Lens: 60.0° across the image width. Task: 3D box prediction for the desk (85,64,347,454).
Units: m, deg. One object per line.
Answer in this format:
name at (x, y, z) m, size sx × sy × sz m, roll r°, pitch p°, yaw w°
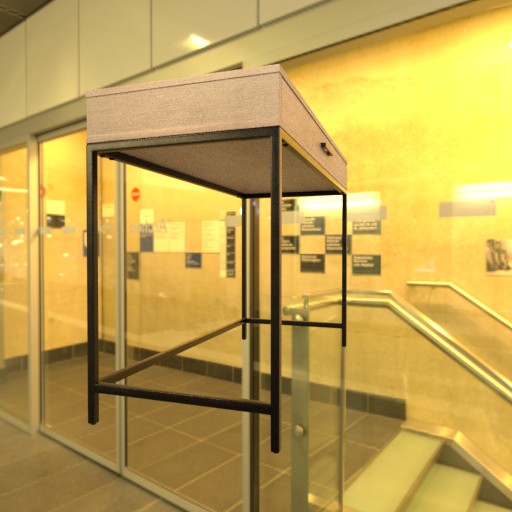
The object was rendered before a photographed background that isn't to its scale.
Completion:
desk at (0.000, 0.000, 1.415) m, size 0.470 × 0.762 × 1.016 m, roll 0°, pitch 1°, yaw 19°
